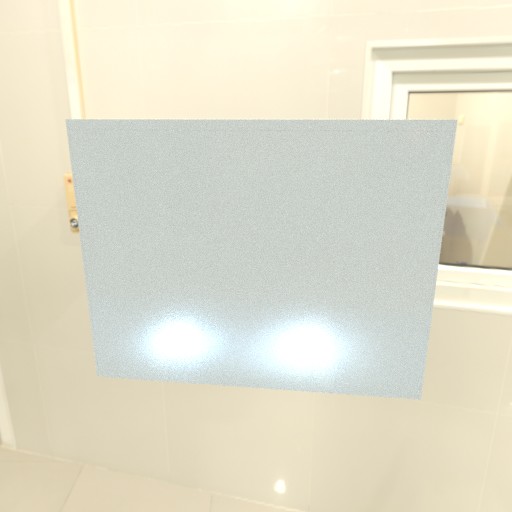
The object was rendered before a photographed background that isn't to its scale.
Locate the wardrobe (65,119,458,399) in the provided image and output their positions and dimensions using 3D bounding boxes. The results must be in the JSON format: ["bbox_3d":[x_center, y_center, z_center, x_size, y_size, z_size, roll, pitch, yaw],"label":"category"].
[{"bbox_3d":[0.000,0.000,3.999,3.000,2.360,0.580,2,18,7],"label":"wardrobe"}]
